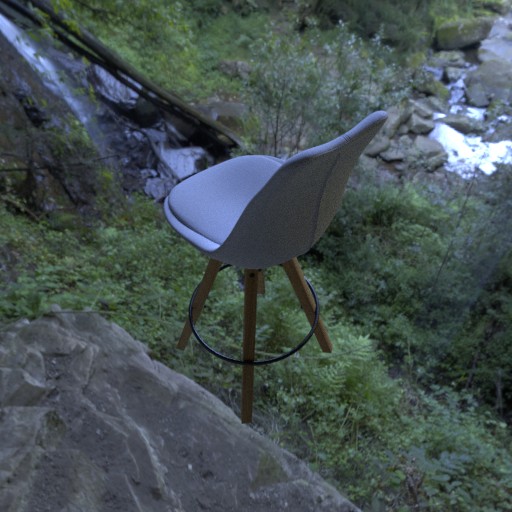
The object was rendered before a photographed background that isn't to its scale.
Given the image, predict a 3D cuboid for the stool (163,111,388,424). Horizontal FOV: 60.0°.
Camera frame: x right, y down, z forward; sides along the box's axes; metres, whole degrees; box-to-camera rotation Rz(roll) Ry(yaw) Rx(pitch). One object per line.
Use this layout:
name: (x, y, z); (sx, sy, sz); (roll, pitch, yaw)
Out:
stool: (0.000, 0.000, 1.390); (0.484, 1.115, 0.550); (-33, 55, -27)
